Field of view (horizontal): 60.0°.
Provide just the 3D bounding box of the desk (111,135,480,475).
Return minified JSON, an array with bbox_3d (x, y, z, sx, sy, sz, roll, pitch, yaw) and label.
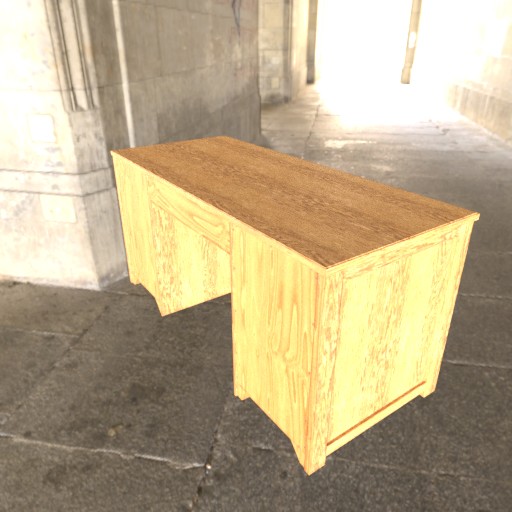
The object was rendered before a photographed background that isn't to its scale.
[{"bbox_3d":[0.000,0.000,1.997,0.685,0.751,1.567,-17,31,-31],"label":"desk"}]
